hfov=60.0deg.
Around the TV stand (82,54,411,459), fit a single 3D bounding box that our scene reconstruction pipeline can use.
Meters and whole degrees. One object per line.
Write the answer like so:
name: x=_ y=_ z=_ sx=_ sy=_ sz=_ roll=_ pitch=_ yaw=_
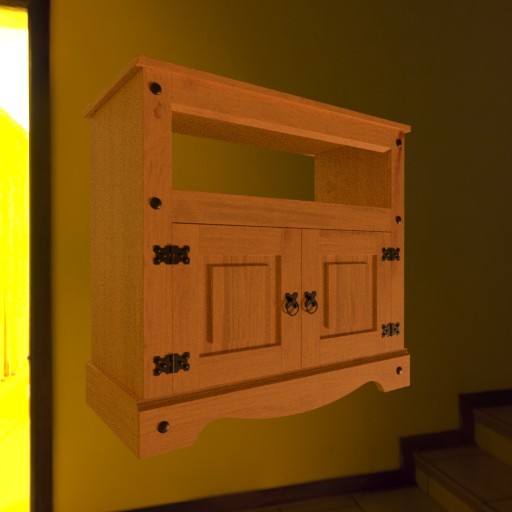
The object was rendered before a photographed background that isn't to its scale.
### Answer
TV stand: x=0.000 y=0.000 z=1.275 sx=0.851 sy=0.787 sz=0.430 roll=0 pitch=0 yaw=-35
